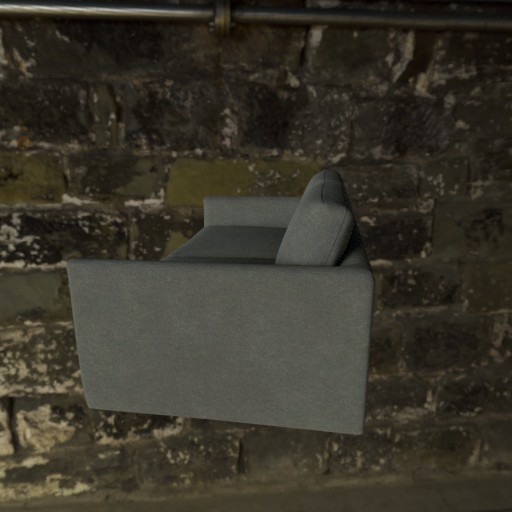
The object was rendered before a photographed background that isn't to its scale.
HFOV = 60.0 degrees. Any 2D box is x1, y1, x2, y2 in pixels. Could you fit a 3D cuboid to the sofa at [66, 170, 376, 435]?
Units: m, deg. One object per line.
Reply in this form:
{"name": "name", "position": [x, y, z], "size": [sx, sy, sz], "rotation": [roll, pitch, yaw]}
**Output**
{"name": "sofa", "position": [0.000, 0.000, 2.463], "size": [1.091, 0.845, 1.909], "rotation": [2, 15, 9]}
